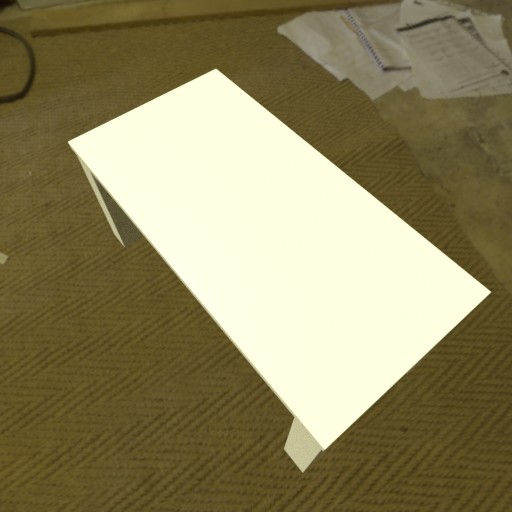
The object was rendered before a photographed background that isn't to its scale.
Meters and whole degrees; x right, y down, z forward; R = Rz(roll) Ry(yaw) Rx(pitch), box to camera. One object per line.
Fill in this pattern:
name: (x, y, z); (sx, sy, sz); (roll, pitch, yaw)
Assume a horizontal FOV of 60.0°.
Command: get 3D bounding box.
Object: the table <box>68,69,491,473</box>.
table: (0.000, 0.000, 2.280); (0.900, 0.790, 1.800); (-35, 64, -20)
